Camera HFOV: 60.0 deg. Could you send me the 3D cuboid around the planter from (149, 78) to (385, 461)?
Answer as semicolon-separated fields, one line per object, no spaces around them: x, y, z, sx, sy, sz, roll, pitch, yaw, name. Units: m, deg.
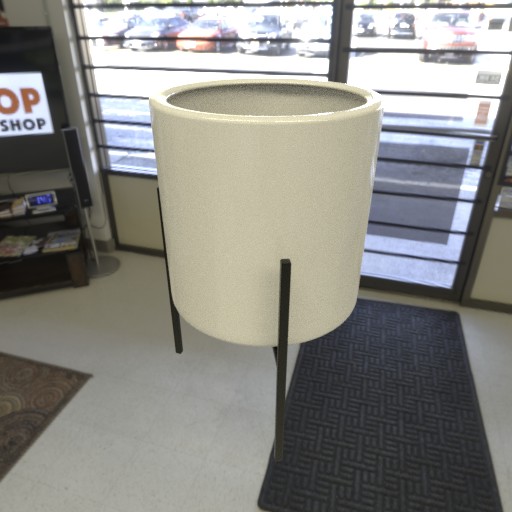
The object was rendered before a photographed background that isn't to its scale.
0.000;0.000;0.508;0.239;0.356;0.239;10;31;18;planter
